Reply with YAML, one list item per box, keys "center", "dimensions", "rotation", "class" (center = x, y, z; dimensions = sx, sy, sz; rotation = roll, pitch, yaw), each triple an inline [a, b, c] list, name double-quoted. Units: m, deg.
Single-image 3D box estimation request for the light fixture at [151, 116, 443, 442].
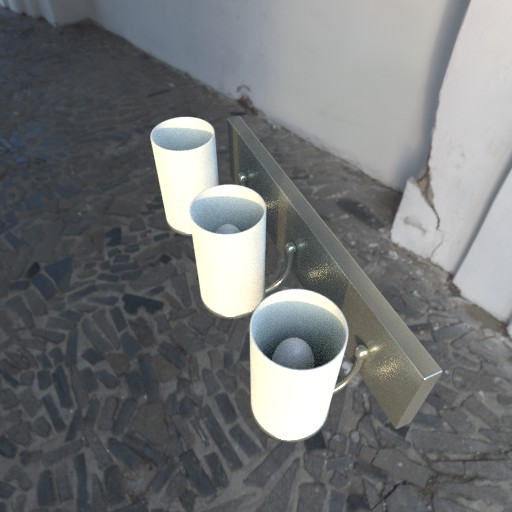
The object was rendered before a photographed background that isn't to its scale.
- center: [0.000, 0.000, 0.527]
  dimensions: [0.145, 0.172, 0.451]
  rotation: [-18, 50, -16]
  class: "light fixture"
